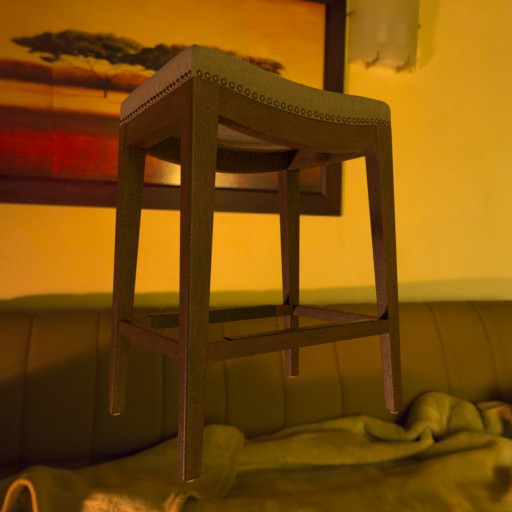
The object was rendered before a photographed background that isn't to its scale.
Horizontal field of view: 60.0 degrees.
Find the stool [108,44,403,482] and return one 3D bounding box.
[{"bbox_3d":[0.000,0.000,0.929,0.508,0.660,0.356,0,0,-36],"label":"stool"}]
